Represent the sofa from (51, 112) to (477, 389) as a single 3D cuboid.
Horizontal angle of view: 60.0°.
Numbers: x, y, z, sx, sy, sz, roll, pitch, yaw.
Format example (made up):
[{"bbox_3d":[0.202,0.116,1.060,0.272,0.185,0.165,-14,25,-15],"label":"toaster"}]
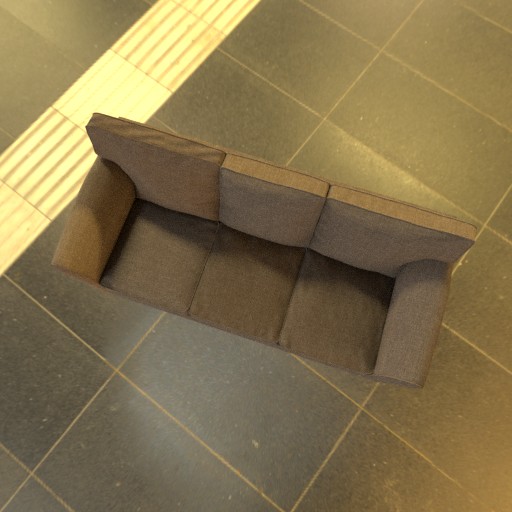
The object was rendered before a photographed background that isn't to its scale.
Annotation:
[{"bbox_3d":[0.000,0.000,2.556,2.084,0.961,0.916,18,76,5],"label":"sofa"}]
